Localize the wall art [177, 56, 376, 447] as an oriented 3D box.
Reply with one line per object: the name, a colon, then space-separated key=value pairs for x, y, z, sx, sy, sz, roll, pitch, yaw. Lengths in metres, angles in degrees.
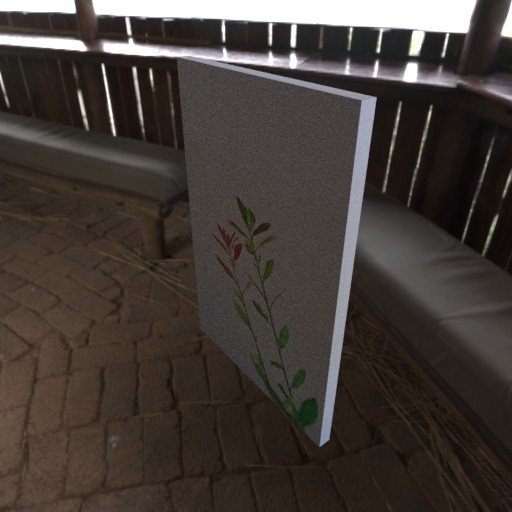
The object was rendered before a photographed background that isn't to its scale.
wall art: x=0.000 y=0.000 z=1.182 sx=0.039 sy=0.915 sz=0.612 roll=-22 pitch=38 yaw=-31
